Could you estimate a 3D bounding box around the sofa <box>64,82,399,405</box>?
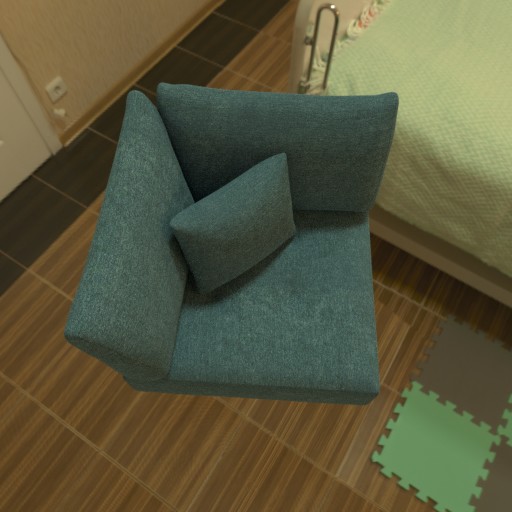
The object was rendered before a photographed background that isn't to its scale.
[{"bbox_3d":[0.000,0.000,1.731,1.000,0.820,1.000,3,62,2],"label":"sofa"}]
